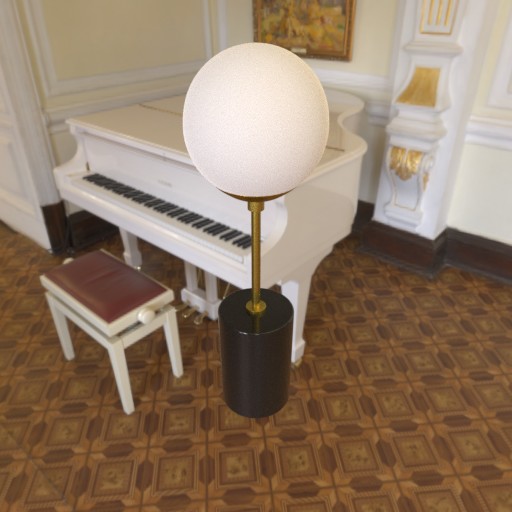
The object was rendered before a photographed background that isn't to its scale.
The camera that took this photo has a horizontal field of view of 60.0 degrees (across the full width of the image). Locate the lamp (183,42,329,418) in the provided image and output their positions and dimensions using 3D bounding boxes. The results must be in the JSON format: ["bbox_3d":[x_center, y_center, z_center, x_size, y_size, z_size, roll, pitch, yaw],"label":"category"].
[{"bbox_3d":[0.000,0.000,0.552,0.153,0.480,0.153,0,31,0],"label":"lamp"}]
